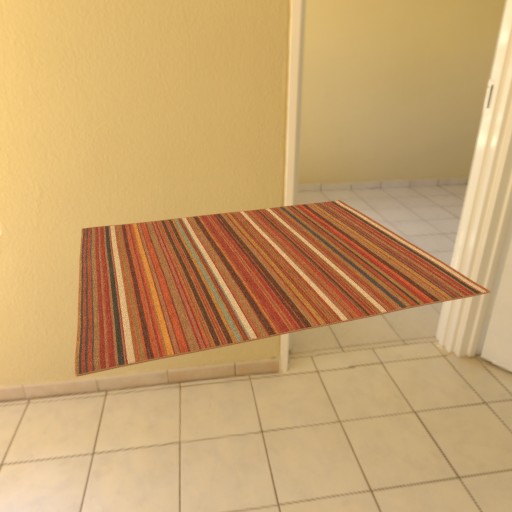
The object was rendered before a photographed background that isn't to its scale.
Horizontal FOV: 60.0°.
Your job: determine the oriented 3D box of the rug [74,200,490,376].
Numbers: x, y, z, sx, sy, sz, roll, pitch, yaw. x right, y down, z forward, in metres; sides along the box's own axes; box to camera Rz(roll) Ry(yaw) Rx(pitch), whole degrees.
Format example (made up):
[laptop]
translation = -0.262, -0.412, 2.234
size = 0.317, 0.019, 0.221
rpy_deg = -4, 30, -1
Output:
[rug]
translation = 0.000, 0.000, 4.097
size = 3.092, 0.023, 2.479
rpy_deg = -8, 26, -17
